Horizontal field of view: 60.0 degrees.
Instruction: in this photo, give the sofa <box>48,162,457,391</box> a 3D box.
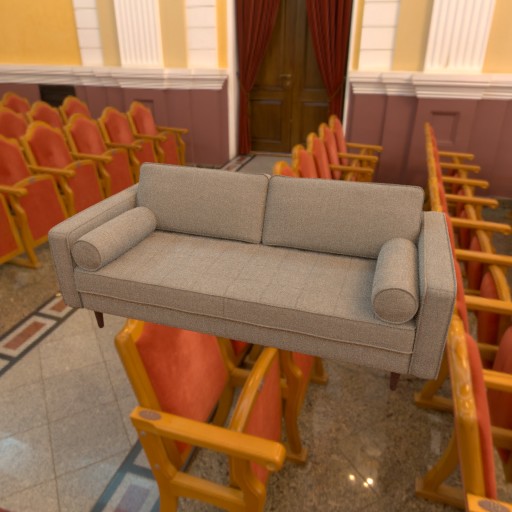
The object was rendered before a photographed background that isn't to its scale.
[{"bbox_3d":[0.000,0.000,2.342,1.879,0.762,0.914,8,27,16],"label":"sofa"}]
